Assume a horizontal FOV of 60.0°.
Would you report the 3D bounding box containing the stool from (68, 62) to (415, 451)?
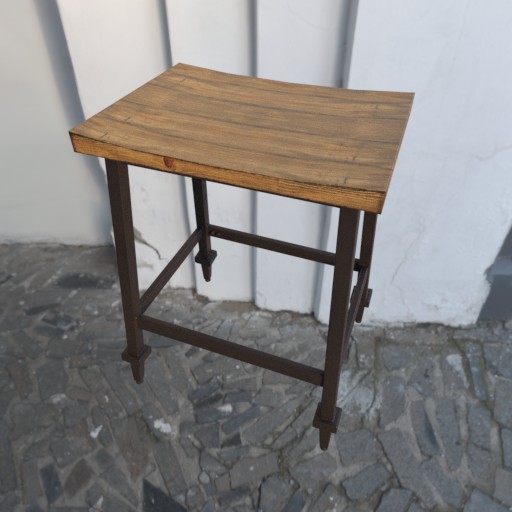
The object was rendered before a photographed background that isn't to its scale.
[{"bbox_3d":[0.000,0.000,0.924,0.486,0.625,0.405,14,42,16],"label":"stool"}]
